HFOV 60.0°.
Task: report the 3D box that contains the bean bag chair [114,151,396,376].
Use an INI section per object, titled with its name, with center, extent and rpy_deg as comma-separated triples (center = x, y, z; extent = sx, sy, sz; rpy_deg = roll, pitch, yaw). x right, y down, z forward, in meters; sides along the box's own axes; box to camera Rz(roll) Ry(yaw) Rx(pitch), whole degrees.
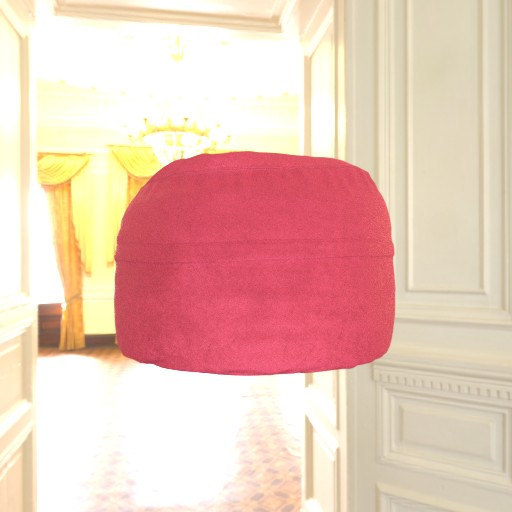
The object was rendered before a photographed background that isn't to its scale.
[bean bag chair]
center = 0.000, 0.000, 2.013
extent = 1.218, 0.788, 1.218
rpy_deg = 0, 0, 0
